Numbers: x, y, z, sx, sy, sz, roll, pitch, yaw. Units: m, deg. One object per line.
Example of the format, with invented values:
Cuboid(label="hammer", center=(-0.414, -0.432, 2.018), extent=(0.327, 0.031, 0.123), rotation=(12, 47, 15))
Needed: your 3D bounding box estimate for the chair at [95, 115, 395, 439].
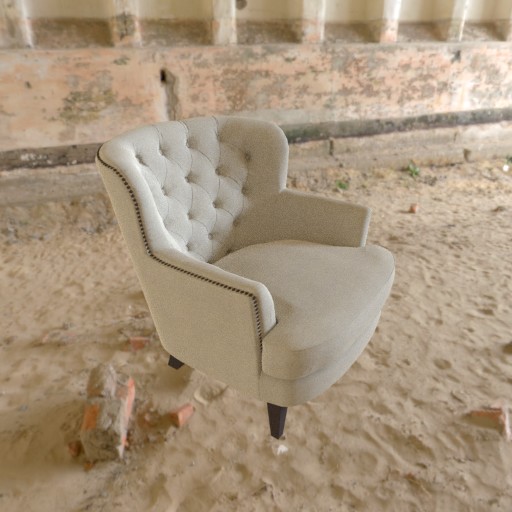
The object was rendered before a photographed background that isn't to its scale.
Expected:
Cuboid(label="chair", center=(0.000, 0.000, 1.611), extent=(0.906, 0.868, 0.848), rotation=(17, 31, 31))
